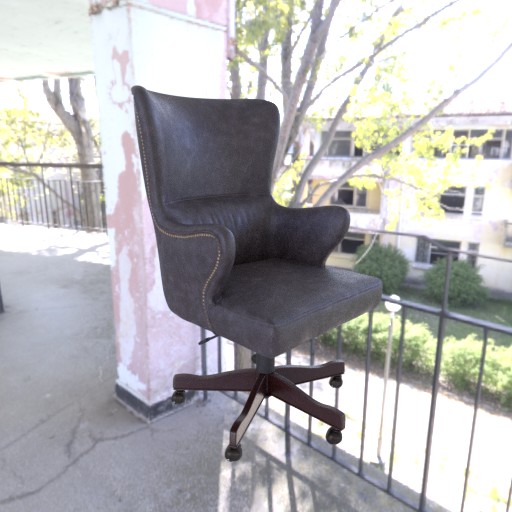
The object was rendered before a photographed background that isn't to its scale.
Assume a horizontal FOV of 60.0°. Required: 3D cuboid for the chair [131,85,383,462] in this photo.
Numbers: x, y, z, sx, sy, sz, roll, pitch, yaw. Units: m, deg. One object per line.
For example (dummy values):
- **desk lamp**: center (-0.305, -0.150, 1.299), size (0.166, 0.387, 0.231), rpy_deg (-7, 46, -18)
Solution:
- **chair**: center (0.000, 0.000, 1.429), size (0.717, 1.037, 0.594), rpy_deg (13, 19, 43)
